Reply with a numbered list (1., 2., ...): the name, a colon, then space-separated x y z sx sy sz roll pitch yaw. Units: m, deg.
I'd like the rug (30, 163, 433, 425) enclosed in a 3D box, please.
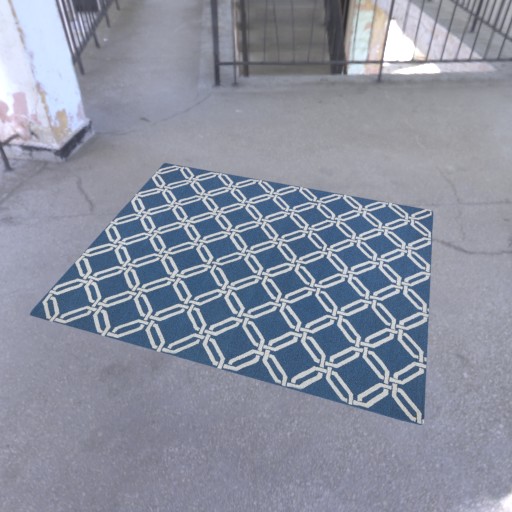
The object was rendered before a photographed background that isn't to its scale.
1. rug: 0.000 0.000 3.796 2.867 0.020 2.277 12 44 13
